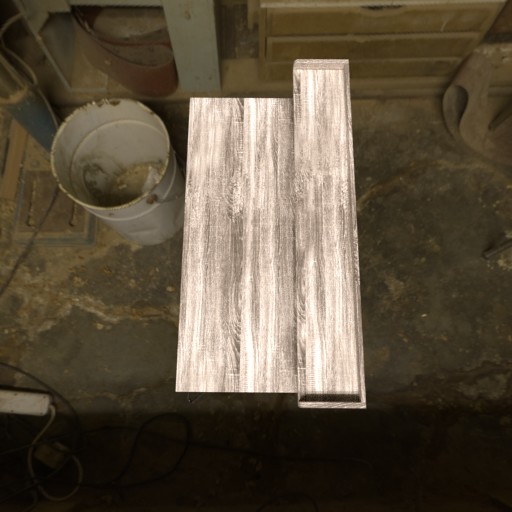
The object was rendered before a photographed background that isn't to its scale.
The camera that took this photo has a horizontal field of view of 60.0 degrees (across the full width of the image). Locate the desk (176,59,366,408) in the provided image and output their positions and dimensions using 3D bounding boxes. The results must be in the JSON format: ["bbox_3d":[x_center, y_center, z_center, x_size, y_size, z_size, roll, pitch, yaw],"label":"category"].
[{"bbox_3d":[0.000,0.000,1.681,0.605,0.899,1.135,0,76,0],"label":"desk"}]
